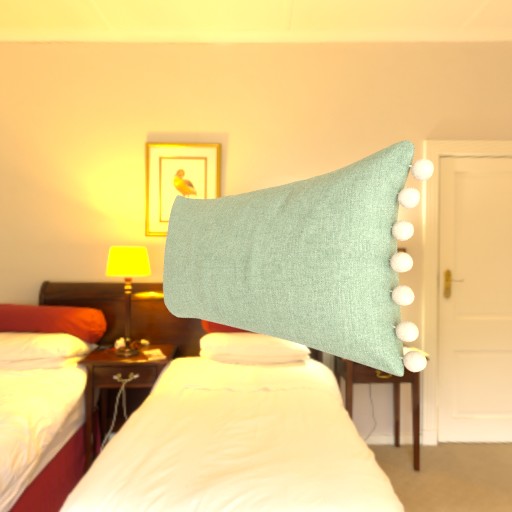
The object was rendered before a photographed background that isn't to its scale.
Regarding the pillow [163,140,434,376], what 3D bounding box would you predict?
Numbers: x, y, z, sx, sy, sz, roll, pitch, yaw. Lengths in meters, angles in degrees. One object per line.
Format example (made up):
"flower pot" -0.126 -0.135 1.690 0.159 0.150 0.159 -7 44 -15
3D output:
"pillow" 0.000 0.000 0.851 0.201 0.322 0.709 -1 1 -38
